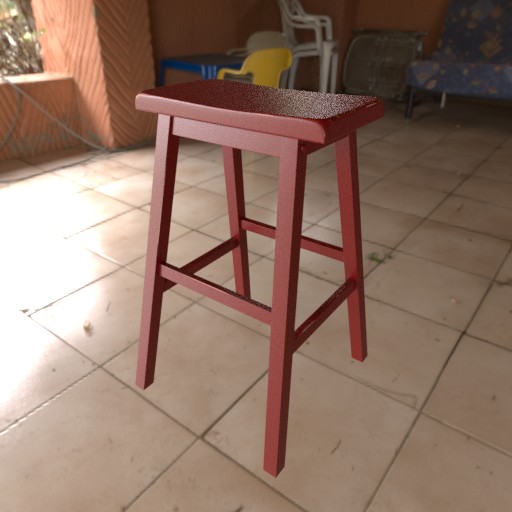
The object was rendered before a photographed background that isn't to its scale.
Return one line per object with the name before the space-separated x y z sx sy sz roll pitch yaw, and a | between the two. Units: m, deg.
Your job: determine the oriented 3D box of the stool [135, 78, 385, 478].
stool | 0.000 0.000 1.061 0.457 0.737 0.476 20 35 31
